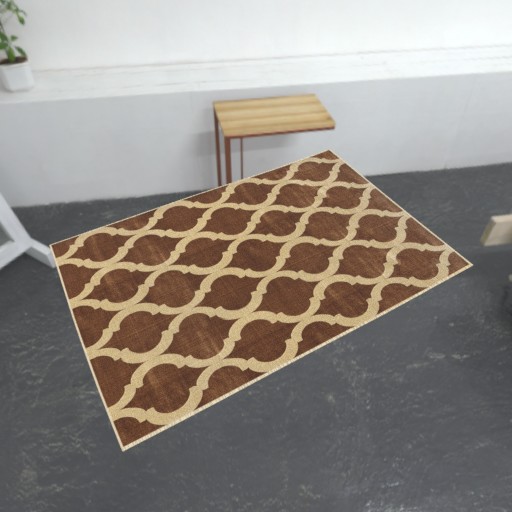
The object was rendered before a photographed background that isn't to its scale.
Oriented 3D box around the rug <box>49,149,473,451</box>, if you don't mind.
[{"bbox_3d":[0.000,0.000,2.841,2.284,0.008,1.522,-23,51,-20],"label":"rug"}]
